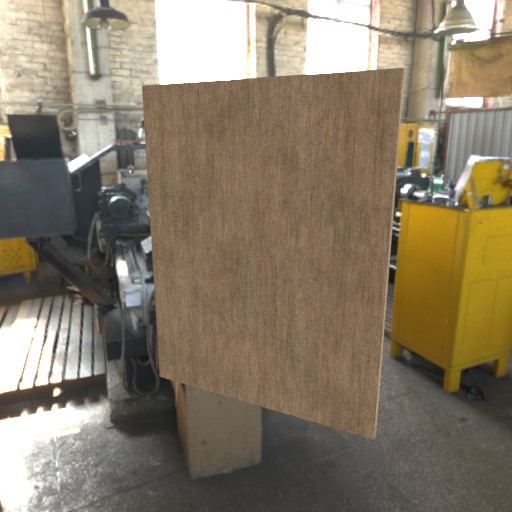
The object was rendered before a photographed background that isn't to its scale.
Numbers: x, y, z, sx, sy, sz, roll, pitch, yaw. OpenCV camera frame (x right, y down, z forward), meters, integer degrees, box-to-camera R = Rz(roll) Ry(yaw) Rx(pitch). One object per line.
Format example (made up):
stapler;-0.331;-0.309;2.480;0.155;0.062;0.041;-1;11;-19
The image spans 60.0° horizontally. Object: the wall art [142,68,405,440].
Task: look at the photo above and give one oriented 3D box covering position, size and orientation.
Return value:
wall art;0.000;0.000;0.915;0.534;0.686;0.018;7;16;26
